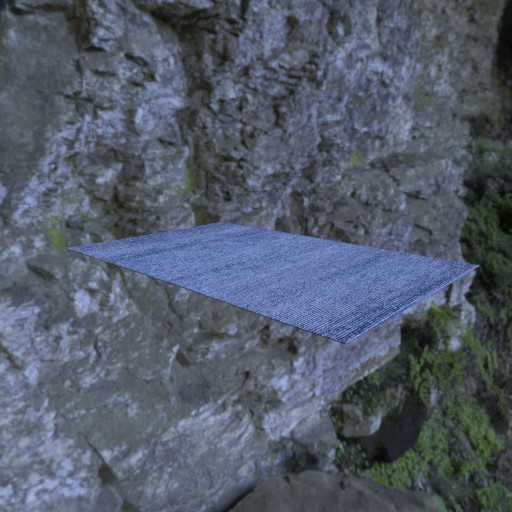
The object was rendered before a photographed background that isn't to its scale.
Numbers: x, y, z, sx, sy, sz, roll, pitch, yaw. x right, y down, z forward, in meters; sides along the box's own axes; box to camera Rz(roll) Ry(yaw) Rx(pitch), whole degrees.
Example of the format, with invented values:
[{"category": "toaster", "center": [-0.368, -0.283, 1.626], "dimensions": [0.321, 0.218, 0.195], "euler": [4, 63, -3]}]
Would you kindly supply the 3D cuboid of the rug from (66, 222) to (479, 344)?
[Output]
[{"category": "rug", "center": [0.000, 0.000, 2.195], "dimensions": [1.740, 0.010, 1.135], "euler": [13, 19, 42]}]
